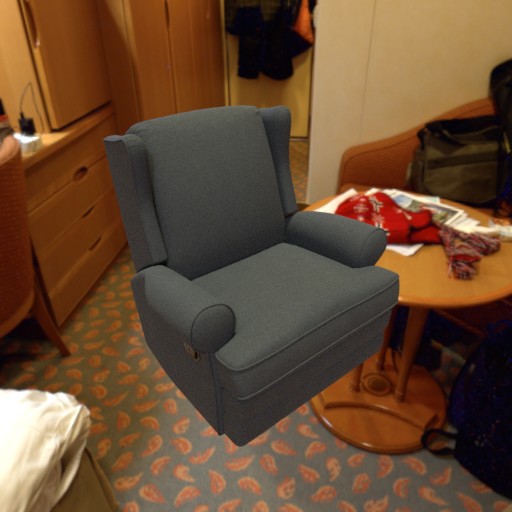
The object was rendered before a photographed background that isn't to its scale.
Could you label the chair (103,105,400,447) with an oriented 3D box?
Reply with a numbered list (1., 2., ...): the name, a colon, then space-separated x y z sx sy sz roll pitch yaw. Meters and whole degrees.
1. chair: 0.000 0.000 1.779 0.971 1.020 0.877 -23 38 -33
